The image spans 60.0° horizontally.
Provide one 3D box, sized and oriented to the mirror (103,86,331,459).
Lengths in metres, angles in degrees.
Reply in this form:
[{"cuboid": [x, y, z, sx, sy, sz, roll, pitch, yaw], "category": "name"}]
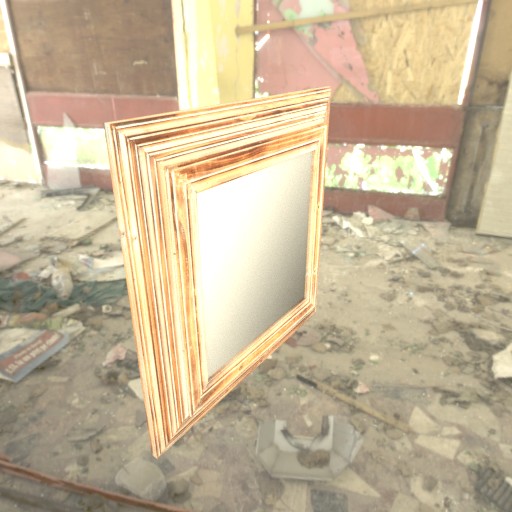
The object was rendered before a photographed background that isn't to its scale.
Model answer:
[{"cuboid": [0.000, 0.000, 1.207, 0.061, 0.804, 0.804, 18, 31, 32], "category": "mirror"}]
